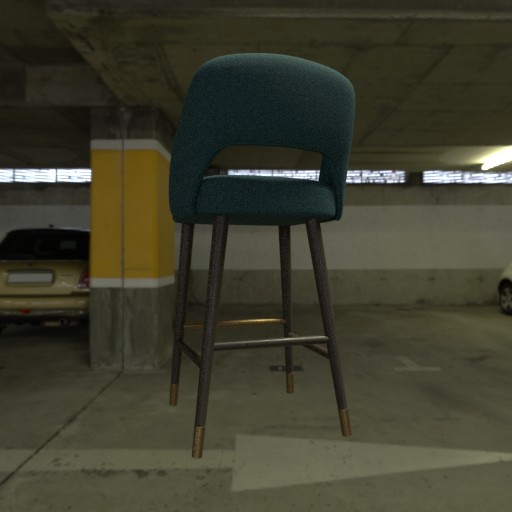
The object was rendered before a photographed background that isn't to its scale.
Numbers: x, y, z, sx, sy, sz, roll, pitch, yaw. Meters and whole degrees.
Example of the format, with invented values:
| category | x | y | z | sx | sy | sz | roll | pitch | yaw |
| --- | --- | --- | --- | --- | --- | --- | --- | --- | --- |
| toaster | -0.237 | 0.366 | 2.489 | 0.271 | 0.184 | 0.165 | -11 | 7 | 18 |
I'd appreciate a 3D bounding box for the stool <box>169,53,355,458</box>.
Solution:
| category | x | y | z | sx | sy | sz | roll | pitch | yaw |
| --- | --- | --- | --- | --- | --- | --- | --- | --- | --- |
| stool | 0.000 | 0.000 | 1.369 | 0.536 | 1.032 | 0.522 | 0 | 0 | -19 |
